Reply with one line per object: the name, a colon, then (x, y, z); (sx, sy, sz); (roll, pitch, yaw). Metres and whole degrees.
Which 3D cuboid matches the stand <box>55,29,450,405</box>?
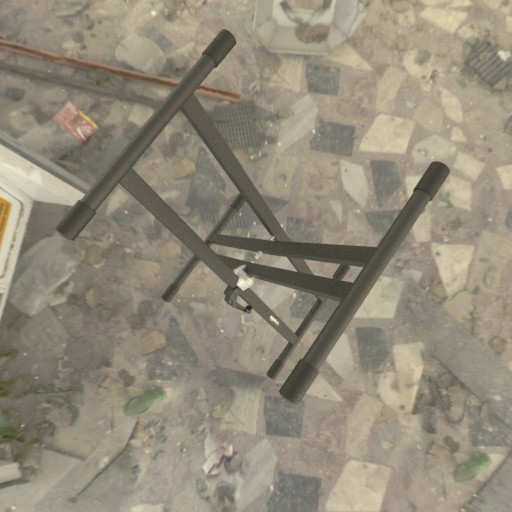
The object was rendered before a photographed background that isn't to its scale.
stand: (0.000, 0.000, 1.195); (0.503, 0.900, 0.495); (35, 79, 7)
